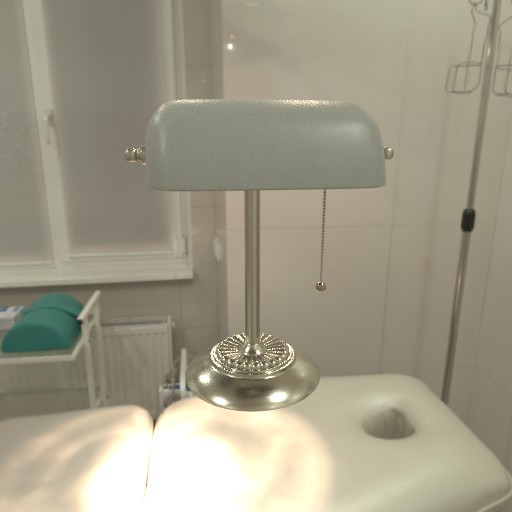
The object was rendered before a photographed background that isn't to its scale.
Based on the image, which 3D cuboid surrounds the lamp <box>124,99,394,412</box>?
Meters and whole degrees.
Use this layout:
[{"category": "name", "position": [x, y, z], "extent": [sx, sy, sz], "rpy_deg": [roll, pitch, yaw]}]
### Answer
[{"category": "lamp", "position": [0.000, 0.000, 0.518], "extent": [0.264, 0.339, 0.243], "rpy_deg": [-2, 16, -8]}]
